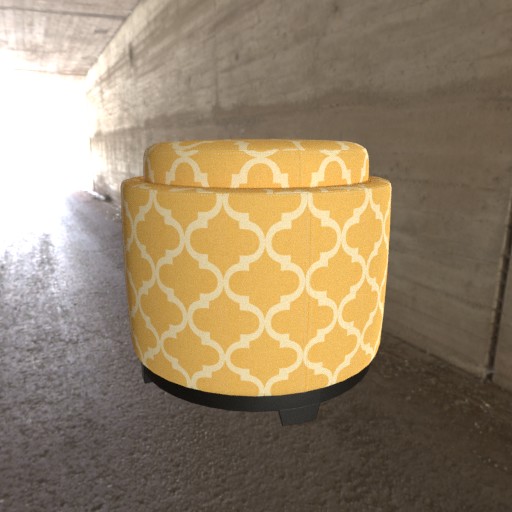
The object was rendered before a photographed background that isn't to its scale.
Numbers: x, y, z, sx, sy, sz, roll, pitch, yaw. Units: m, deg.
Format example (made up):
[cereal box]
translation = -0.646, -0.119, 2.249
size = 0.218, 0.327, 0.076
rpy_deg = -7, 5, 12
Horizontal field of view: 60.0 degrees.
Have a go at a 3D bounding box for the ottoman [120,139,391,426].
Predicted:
[ottoman]
translation = 0.000, 0.000, 0.841
size = 0.480, 0.429, 0.480
rpy_deg = 0, 14, 0
